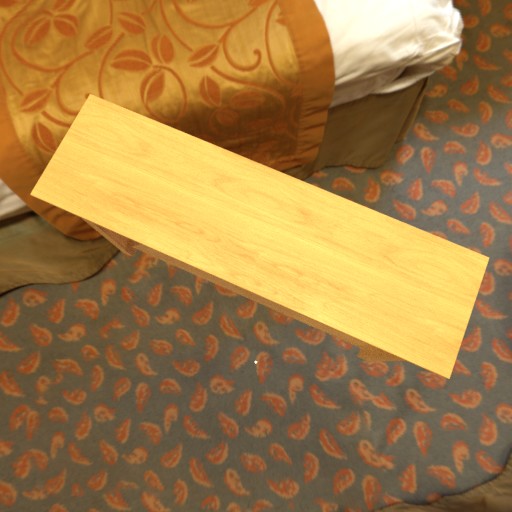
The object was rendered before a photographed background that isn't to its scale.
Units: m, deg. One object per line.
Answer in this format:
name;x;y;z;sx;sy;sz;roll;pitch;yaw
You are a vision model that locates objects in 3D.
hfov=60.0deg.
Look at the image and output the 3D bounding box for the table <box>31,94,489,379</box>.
table;0.000;0.000;1.584;1.240;0.730;0.350;23;78;5
